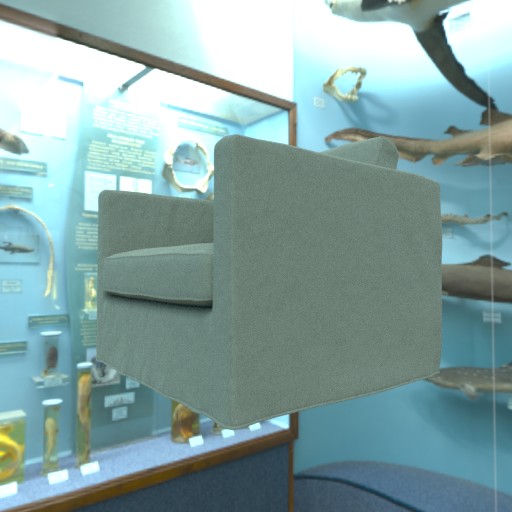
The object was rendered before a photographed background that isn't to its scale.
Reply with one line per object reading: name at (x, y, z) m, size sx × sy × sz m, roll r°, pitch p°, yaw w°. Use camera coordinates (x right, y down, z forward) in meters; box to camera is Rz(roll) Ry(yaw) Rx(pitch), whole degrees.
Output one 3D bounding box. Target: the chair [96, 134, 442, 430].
chair at (0.000, 0.000, 1.734) m, size 0.949 × 0.863 × 1.057 m, roll 1°, pitch -2°, yaw -37°
